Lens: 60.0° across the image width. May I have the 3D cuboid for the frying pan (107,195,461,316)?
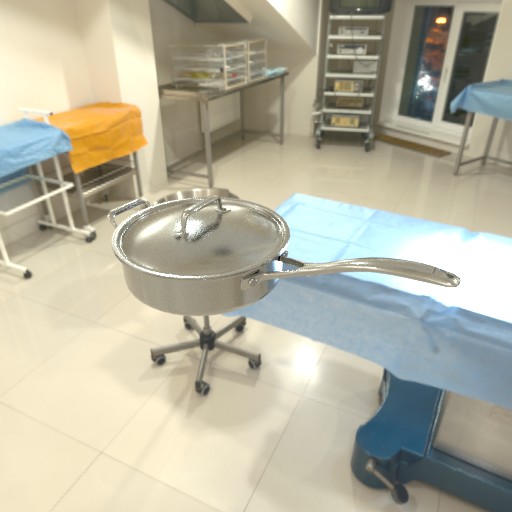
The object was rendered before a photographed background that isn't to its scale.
[{"bbox_3d":[0.000,0.000,0.585,0.492,0.111,0.245,18,35,28],"label":"frying pan"}]
